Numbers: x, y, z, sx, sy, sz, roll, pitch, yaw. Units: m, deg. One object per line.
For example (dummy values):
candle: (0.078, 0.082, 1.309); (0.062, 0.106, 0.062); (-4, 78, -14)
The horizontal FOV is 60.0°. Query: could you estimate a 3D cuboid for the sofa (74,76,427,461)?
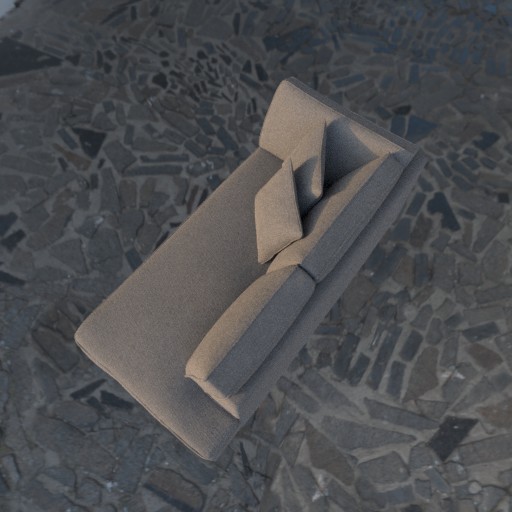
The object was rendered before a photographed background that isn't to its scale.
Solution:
sofa: (0.000, 0.000, 2.856); (1.110, 1.033, 2.237); (35, 68, 16)
